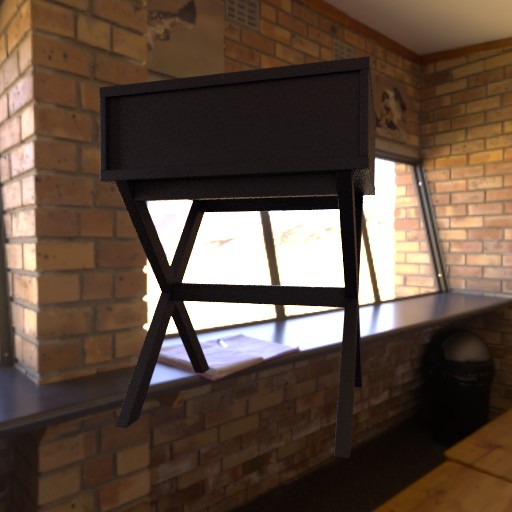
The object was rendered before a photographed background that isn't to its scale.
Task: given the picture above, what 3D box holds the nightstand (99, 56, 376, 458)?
[{"bbox_3d":[0.000,0.000,0.942,0.479,0.623,0.402,0,2,16],"label":"nightstand"}]
